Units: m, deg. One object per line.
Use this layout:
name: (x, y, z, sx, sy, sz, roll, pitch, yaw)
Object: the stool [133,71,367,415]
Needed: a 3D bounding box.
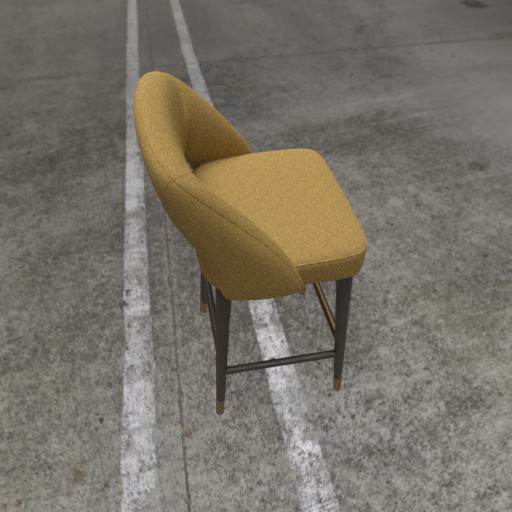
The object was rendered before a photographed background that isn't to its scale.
stool: (0.000, 0.000, 1.314, 0.522, 1.032, 0.536, -9, 48, -8)
